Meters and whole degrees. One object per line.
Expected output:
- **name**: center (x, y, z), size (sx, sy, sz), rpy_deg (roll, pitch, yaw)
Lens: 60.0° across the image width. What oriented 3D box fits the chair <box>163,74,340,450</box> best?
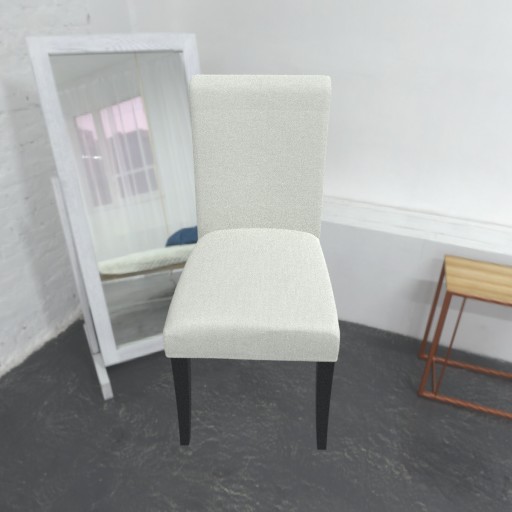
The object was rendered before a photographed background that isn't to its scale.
- **chair**: center (0.000, 0.000, 1.390), size (0.452, 0.976, 0.708), rpy_deg (1, 30, 2)
